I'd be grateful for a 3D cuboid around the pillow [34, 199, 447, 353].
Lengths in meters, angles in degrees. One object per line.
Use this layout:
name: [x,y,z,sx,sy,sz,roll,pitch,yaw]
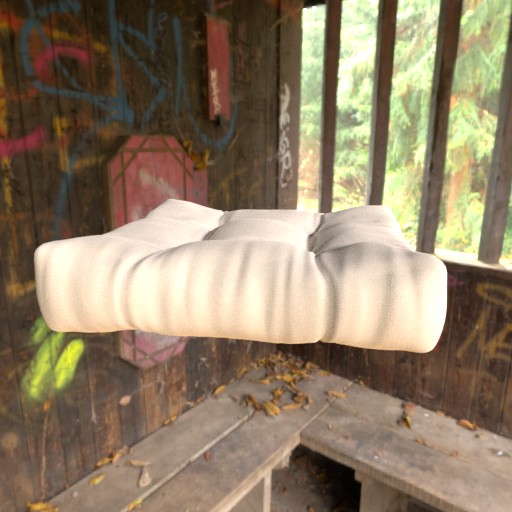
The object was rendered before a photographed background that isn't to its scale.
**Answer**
pillow: [0.000,0.000,0.718,0.490,0.128,0.468,2,15,9]
